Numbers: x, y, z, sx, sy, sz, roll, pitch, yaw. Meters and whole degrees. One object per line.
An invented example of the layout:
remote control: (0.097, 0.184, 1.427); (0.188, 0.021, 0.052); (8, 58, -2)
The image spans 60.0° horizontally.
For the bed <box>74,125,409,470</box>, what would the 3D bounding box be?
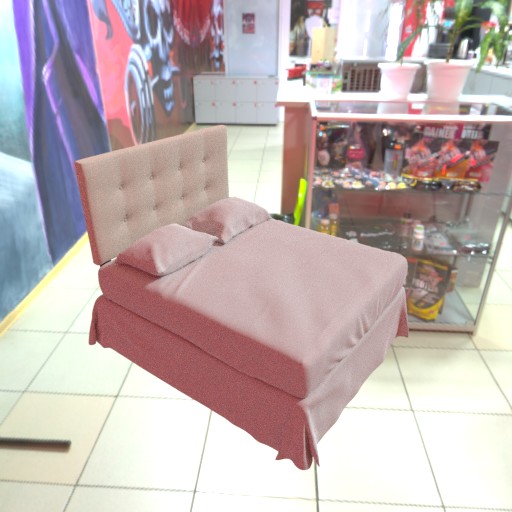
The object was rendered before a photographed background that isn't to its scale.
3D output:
bed: (0.000, 0.000, 3.558); (2.222, 1.577, 1.936); (19, 33, 32)
